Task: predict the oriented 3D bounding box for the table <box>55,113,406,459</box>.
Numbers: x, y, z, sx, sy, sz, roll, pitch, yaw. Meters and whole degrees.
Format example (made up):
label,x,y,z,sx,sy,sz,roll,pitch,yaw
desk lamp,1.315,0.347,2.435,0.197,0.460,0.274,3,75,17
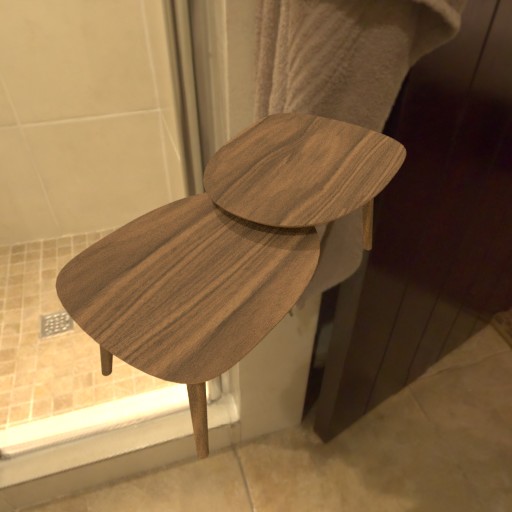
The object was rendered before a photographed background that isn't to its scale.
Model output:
label,x,y,z,sx,sy,sz,roll,pitch,yaw
table,0.000,0.000,1.324,0.527,0.429,1.084,26,48,26
